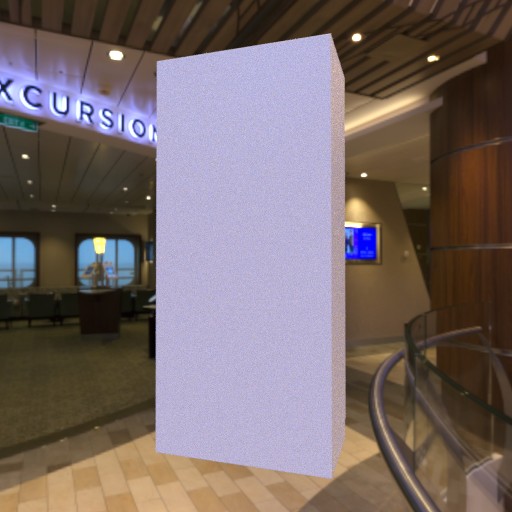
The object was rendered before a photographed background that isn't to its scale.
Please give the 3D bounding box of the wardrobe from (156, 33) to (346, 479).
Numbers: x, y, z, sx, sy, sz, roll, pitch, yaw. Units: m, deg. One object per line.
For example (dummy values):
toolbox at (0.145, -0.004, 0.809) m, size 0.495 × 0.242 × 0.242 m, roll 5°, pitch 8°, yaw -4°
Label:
wardrobe at (0.000, 0.000, 2.033) m, size 0.760 × 1.700 × 0.470 m, roll 0°, pitch -1°, yaw 18°
